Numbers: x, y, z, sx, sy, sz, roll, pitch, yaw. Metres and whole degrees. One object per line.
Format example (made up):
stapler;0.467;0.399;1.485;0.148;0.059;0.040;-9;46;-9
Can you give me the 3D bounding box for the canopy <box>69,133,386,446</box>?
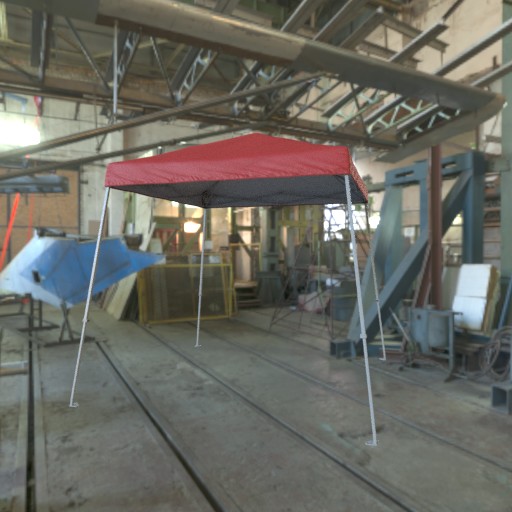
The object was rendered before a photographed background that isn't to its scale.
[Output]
canopy;0.000;0.000;6.501;3.599;3.600;3.600;0;1;18
